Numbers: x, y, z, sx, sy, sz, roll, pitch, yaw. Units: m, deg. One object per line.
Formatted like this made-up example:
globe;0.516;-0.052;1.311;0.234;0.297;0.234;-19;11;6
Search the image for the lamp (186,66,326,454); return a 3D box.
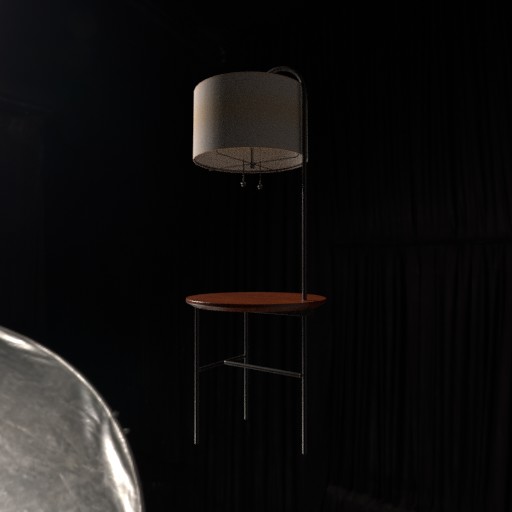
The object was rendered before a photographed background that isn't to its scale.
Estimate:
lamp;0.000;0.000;1.838;0.573;1.517;0.573;0;0;0
